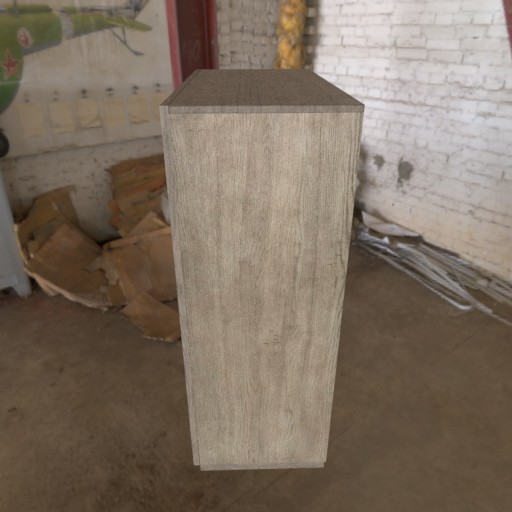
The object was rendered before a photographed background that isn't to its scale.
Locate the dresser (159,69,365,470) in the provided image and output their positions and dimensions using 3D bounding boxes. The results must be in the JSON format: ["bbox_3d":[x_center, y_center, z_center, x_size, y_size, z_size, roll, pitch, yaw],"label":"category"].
[{"bbox_3d":[0.000,0.000,1.762,0.483,1.295,0.967,-1,27,-2],"label":"dresser"}]
